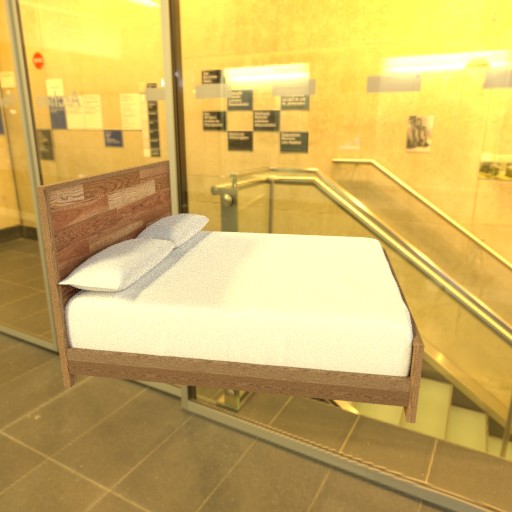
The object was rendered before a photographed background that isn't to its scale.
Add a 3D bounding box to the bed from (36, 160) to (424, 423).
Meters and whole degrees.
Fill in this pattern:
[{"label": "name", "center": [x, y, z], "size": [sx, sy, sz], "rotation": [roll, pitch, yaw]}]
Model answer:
[{"label": "bed", "center": [0.000, 0.000, 3.467], "size": [2.184, 1.295, 2.013], "rotation": [3, 17, 9]}]
